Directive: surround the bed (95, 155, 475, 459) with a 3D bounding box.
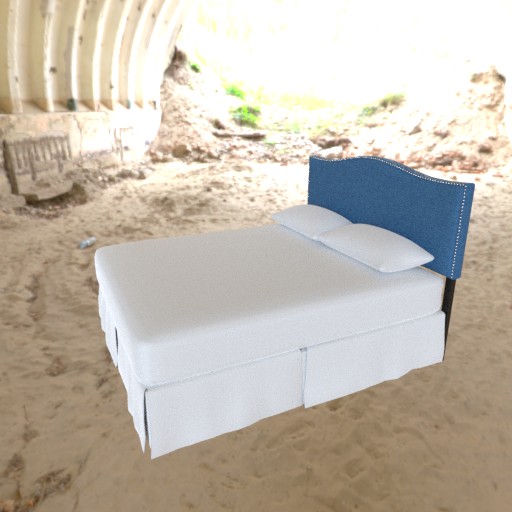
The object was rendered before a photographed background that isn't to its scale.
[{"bbox_3d":[0.000,0.000,2.835,1.872,1.169,1.610,-9,21,-24],"label":"bed"}]
